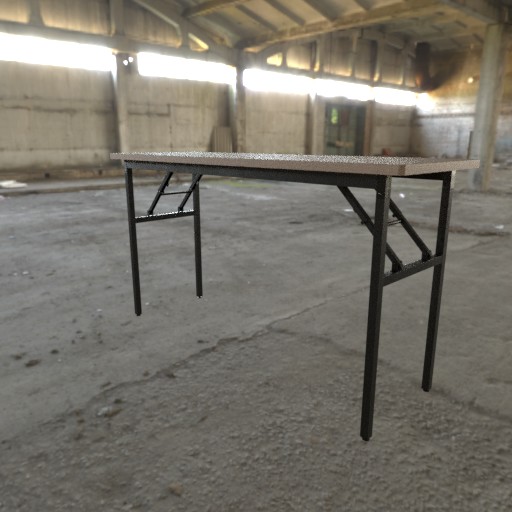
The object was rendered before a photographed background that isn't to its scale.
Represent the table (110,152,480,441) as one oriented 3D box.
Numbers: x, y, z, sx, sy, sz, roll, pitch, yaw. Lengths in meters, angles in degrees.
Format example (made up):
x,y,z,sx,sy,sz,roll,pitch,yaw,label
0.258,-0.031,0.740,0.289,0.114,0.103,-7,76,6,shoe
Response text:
x,y,z,sx,sy,sz,roll,pitch,yaw,label
0.000,0.000,1.697,0.447,0.750,1.397,-13,20,-42,table
